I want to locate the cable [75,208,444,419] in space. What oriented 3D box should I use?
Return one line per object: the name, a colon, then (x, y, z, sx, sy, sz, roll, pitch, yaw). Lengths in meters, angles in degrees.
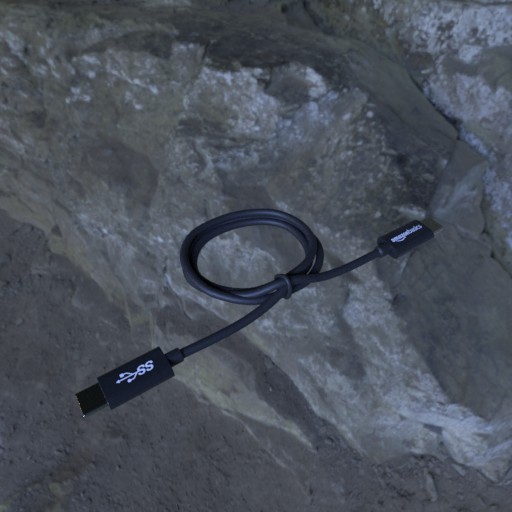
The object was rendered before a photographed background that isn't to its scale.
cable: (0.000, 0.000, 0.209, 0.186, 0.014, 0.070, -25, 50, -23)
